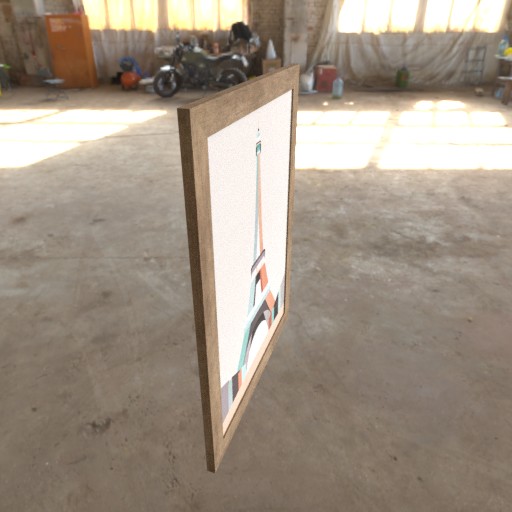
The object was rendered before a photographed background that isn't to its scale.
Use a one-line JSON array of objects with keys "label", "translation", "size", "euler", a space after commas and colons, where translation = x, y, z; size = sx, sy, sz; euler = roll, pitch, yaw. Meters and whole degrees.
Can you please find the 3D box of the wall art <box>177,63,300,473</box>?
[{"label": "wall art", "translation": [0.000, 0.000, 0.919], "size": [0.018, 0.686, 0.534], "euler": [10, 31, 17]}]
